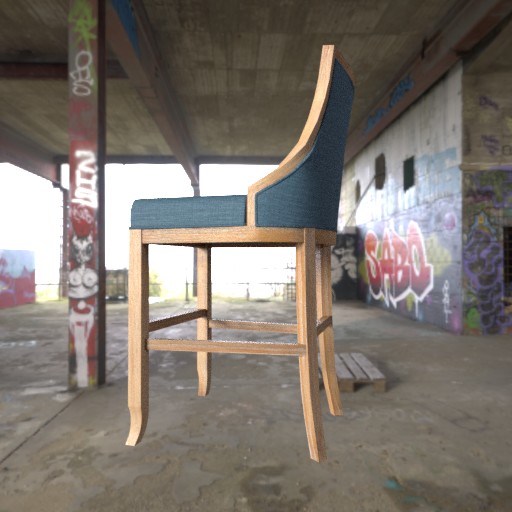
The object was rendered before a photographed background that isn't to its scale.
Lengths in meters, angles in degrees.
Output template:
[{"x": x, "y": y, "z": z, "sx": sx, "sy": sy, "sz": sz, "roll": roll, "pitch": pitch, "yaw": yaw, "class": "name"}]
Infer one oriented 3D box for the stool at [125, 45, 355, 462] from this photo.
[{"x": 0.000, "y": 0.000, "z": 1.440, "sx": 0.626, "sy": 1.101, "sz": 0.524, "roll": 0, "pitch": -1, "yaw": 18, "class": "stool"}]
